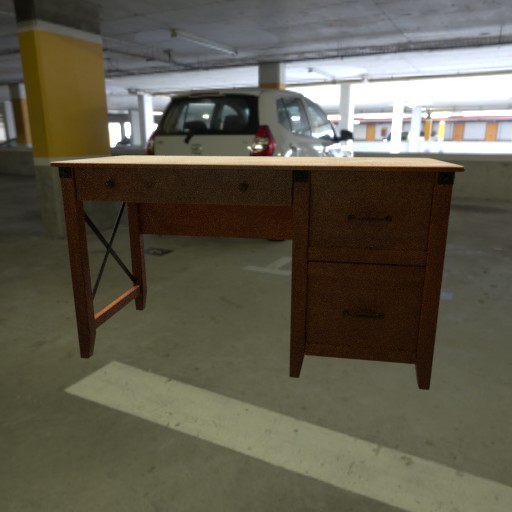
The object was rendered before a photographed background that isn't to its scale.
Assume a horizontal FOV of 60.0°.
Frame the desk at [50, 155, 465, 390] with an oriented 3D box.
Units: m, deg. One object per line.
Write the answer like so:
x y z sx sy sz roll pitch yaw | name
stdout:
0.000 0.000 1.780 1.353 0.756 0.574 3 15 10 | desk
